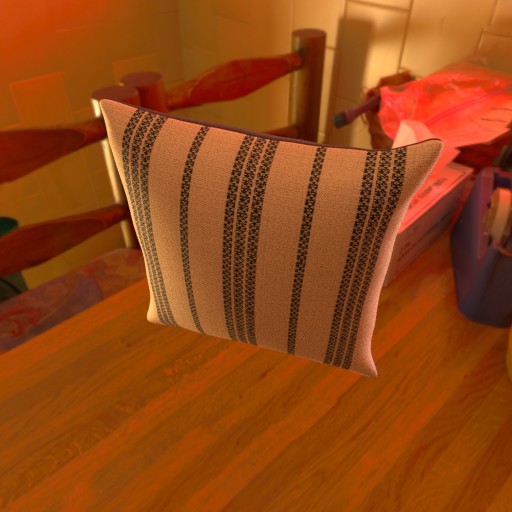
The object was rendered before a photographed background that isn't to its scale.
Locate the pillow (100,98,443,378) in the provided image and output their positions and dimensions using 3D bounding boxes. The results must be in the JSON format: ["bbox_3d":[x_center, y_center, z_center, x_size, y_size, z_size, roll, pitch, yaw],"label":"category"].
[{"bbox_3d":[0.000,0.000,0.626,0.405,0.406,0.173,11,42,13],"label":"pillow"}]
